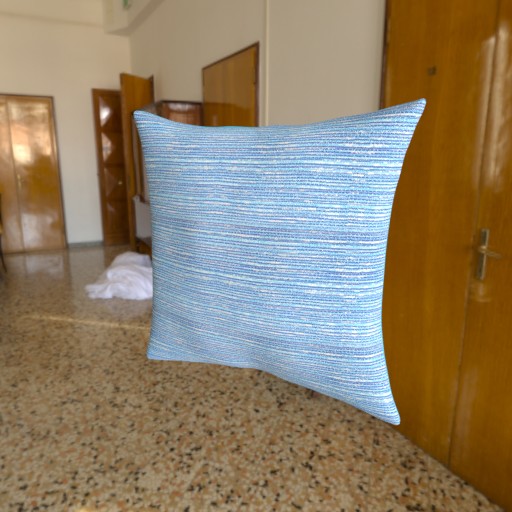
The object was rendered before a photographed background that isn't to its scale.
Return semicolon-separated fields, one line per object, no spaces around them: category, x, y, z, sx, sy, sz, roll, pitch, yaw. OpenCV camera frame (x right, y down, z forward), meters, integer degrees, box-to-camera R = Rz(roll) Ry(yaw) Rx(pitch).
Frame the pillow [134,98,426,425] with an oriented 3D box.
pillow;0.000;0.000;0.764;0.514;0.497;0.150;7;14;26
